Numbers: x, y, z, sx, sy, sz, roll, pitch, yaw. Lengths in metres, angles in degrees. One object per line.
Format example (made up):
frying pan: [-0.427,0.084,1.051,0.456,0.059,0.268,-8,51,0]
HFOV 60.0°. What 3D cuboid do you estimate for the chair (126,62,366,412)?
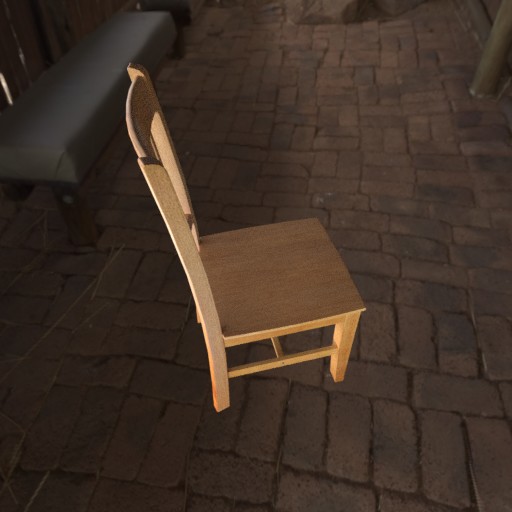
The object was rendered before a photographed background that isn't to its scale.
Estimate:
chair: [0.000,0.000,1.302,0.556,0.998,0.450,-10,46,-10]
